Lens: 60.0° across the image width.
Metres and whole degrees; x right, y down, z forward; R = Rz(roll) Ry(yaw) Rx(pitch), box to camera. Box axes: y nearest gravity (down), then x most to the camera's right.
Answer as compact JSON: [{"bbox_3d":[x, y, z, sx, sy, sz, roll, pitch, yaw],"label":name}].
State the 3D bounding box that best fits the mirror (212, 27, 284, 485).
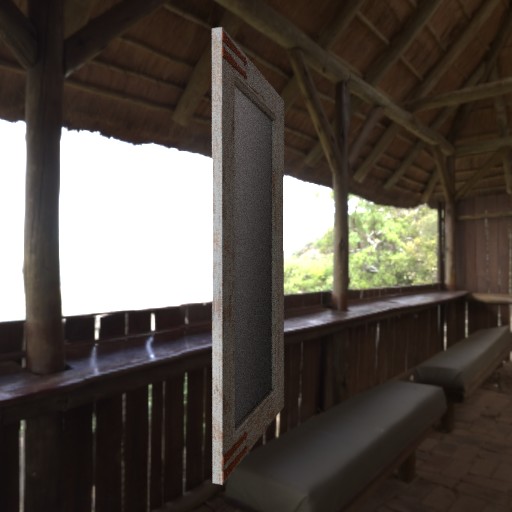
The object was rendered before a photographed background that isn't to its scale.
[{"bbox_3d":[0.000,0.000,1.118,0.027,0.922,0.472,0,1,19],"label":"mirror"}]
